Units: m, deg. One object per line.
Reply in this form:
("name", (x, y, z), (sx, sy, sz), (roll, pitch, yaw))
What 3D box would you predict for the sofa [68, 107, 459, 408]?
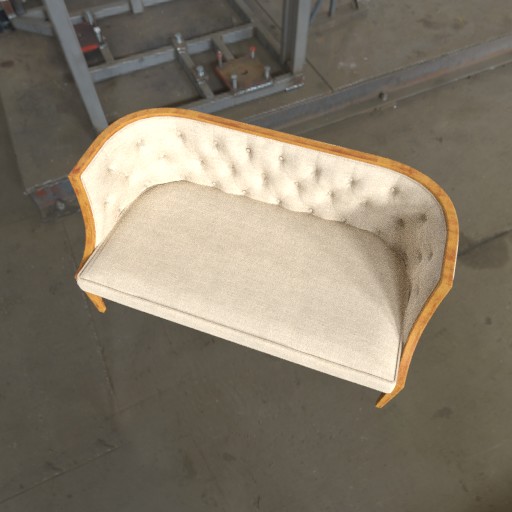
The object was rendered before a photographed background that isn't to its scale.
("sofa", (0.000, 0.000, 1.962), (1.474, 0.775, 0.770), (17, 60, 10))
